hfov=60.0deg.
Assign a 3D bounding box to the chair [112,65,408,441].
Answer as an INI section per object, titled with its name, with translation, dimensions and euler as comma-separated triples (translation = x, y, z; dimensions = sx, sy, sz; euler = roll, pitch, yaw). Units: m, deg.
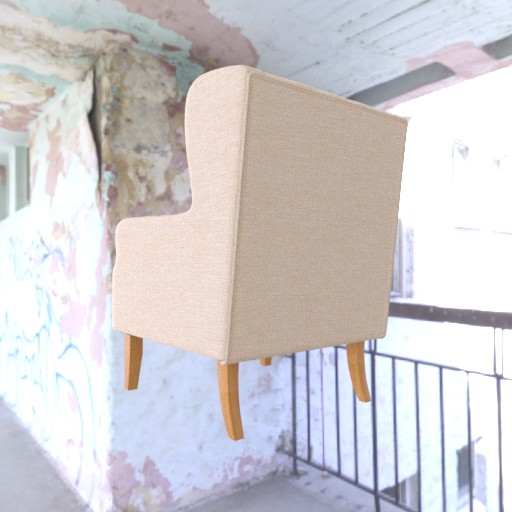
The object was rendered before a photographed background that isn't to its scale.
[chair]
translation = 0.000, 0.000, 1.482
dimensions = 0.710, 0.930, 0.760
euler = 1, -1, -37
